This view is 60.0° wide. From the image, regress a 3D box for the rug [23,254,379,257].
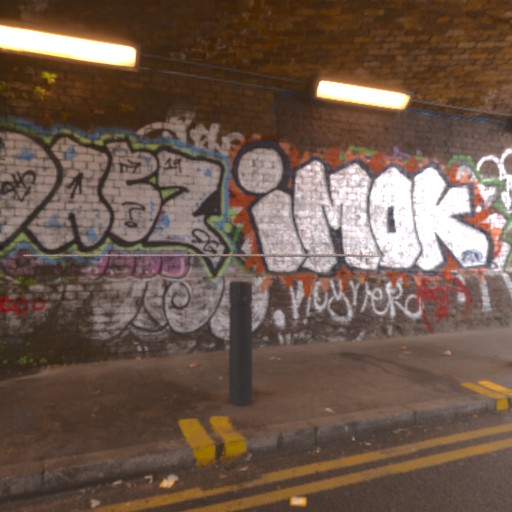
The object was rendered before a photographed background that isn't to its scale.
[{"bbox_3d":[0.000,0.000,3.019,1.512,0.009,2.457,0,0,18],"label":"rug"}]
